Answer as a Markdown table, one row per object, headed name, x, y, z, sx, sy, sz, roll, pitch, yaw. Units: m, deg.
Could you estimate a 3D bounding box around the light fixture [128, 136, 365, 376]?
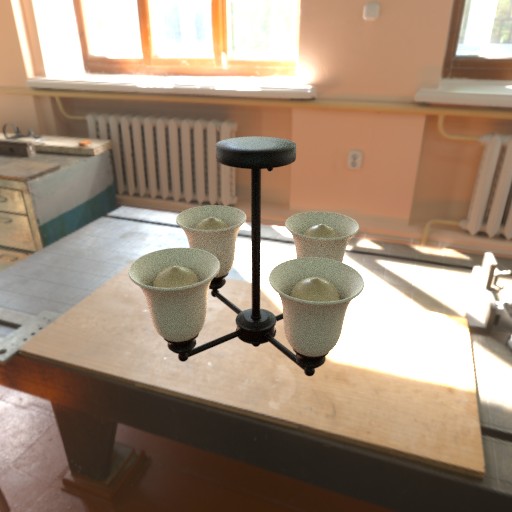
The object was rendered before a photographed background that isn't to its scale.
| name | x | y | z | sx | sy | sz | roll | pitch | yaw |
| --- | --- | --- | --- | --- | --- | --- | --- | --- | --- |
| light fixture | 0.000 | 0.000 | 1.854 | 1.069 | 0.925 | 1.069 | -17 | 31 | -31 |
